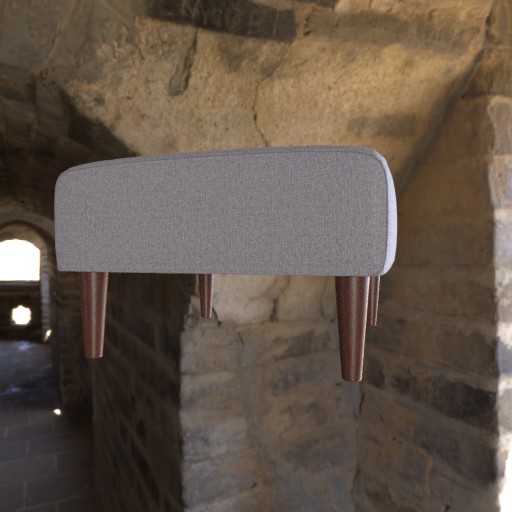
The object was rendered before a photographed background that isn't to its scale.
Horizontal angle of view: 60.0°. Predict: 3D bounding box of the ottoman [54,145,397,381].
[{"bbox_3d":[0.000,0.000,1.070,0.648,0.399,0.655,0,1,17],"label":"ottoman"}]
